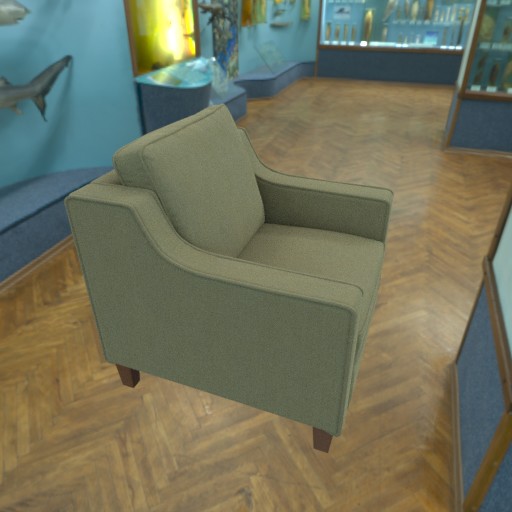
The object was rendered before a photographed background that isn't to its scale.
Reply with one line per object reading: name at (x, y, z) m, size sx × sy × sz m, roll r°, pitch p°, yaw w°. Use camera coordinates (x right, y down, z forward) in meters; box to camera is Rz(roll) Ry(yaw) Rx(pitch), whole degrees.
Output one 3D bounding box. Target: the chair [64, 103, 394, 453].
chair at (0.000, 0.000, 1.674) m, size 0.909 × 0.960 × 0.831 m, roll 12°, pitch 34°, yaw 18°
